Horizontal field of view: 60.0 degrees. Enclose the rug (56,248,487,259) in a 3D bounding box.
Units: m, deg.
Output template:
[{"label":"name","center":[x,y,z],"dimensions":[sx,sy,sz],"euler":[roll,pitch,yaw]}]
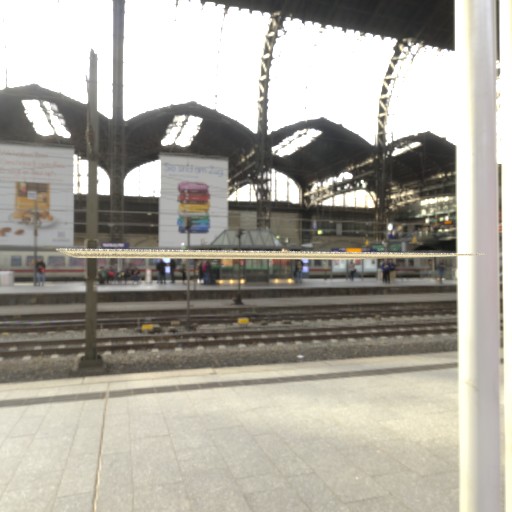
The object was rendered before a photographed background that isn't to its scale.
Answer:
[{"label":"rug","center":[0.000,0.000,2.301],"dimensions":[1.815,0.007,1.226],"euler":[0,-1,-19]}]
